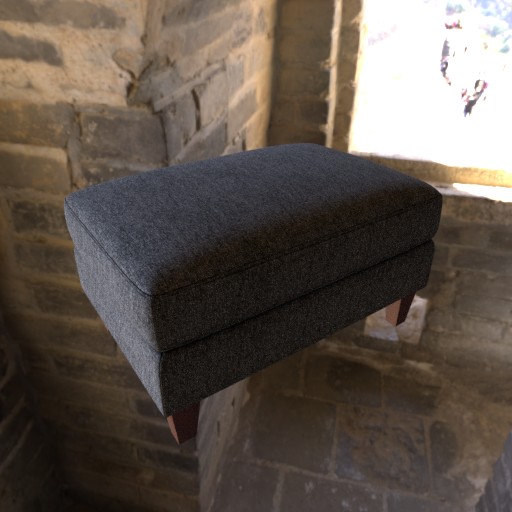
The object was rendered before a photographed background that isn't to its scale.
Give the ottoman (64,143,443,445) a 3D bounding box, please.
[{"bbox_3d":[0.000,0.000,1.242,0.864,0.483,0.584,-19,35,-30],"label":"ottoman"}]
